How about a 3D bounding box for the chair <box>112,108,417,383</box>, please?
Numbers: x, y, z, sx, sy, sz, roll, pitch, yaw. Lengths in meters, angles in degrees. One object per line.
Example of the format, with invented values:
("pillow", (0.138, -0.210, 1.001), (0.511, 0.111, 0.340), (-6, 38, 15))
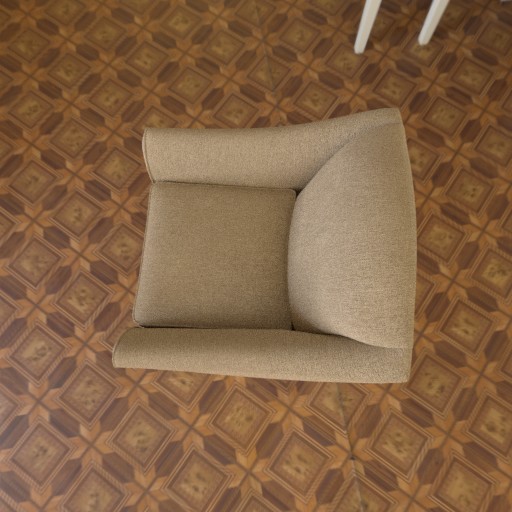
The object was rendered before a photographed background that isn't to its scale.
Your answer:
("chair", (0.000, 0.000, 1.442), (0.787, 0.839, 0.763), (3, 74, 1))
